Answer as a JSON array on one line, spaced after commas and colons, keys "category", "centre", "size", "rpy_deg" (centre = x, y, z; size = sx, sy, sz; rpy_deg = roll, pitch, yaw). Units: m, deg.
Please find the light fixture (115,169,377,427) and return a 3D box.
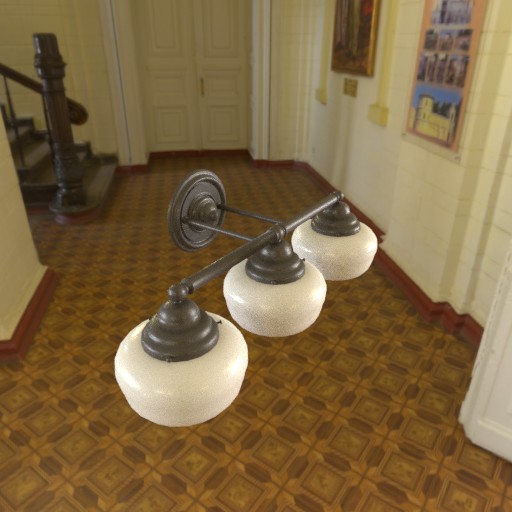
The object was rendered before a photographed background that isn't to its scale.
[{"category": "light fixture", "centre": [0.000, 0.000, 0.710], "size": [0.239, 0.242, 0.587], "rpy_deg": [18, 32, 31]}]
